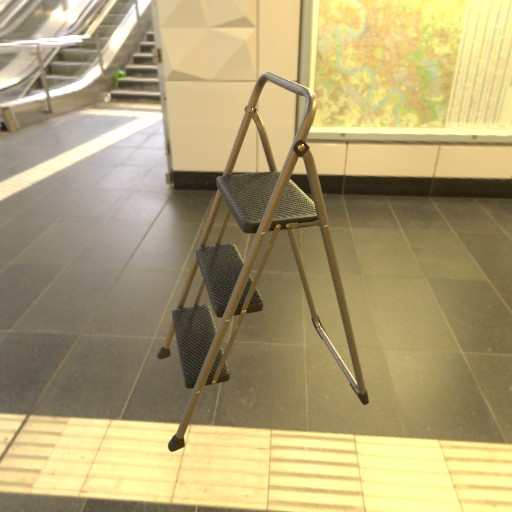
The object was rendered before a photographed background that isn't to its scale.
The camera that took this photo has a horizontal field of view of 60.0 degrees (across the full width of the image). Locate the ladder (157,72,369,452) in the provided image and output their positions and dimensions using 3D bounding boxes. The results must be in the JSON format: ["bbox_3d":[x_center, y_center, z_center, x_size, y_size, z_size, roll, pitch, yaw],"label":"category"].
[{"bbox_3d":[0.000,0.000,1.271,0.629,0.945,0.430,-8,30,-13],"label":"ladder"}]
